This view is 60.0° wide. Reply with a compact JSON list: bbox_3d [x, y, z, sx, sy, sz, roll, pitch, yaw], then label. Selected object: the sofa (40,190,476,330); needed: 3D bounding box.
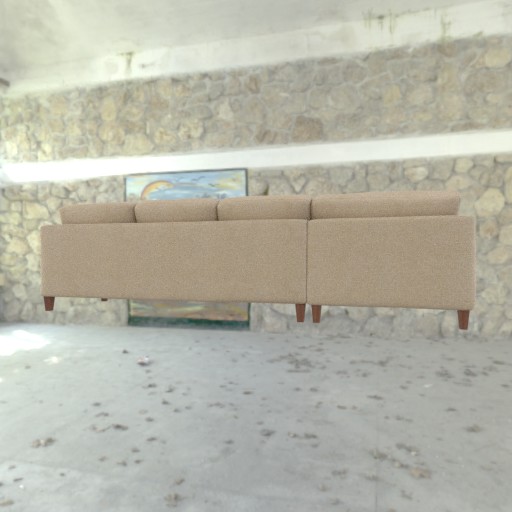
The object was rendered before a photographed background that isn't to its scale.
[{"bbox_3d":[0.000,0.000,3.787,3.201,0.876,1.502,0,0,16],"label":"sofa"}]
